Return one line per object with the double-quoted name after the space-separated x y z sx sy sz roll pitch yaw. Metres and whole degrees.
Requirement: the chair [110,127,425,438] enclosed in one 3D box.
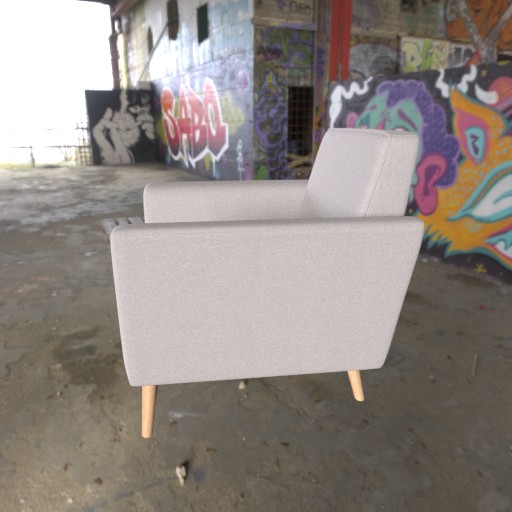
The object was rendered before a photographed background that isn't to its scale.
0.000 0.000 1.410 0.750 0.780 0.780 -2 17 -7 "chair"
